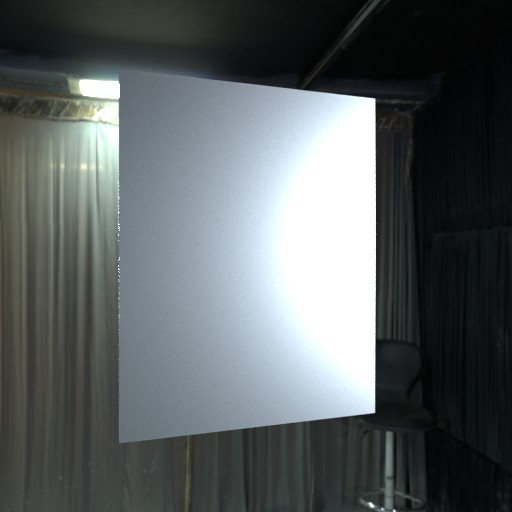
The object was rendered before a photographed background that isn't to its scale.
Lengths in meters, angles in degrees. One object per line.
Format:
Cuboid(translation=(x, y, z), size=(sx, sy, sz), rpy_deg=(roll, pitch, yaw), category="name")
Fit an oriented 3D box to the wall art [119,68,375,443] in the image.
Cuboid(translation=(0.000, 0.000, 0.751), size=(0.444, 0.569, 0.025), rpy_deg=(0, 0, -17), category="wall art")
